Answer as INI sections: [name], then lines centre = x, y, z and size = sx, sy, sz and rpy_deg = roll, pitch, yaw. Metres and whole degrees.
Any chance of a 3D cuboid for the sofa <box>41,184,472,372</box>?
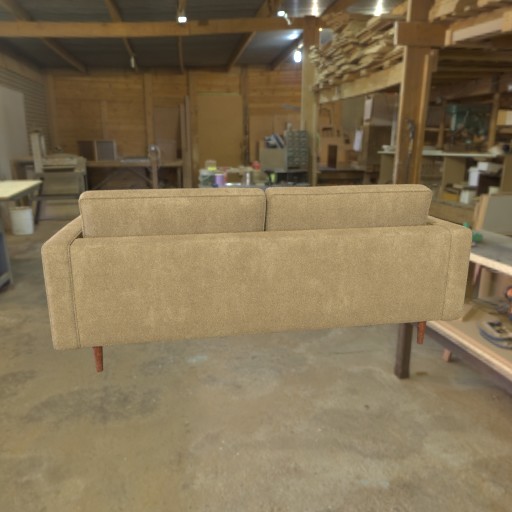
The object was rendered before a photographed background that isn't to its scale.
[sofa]
centre = 0.000, 0.000, 2.323
size = 1.883, 0.769, 0.920
rpy_deg = -3, 15, -10
